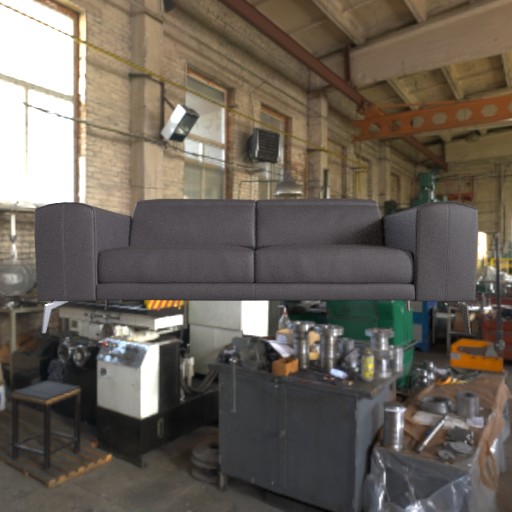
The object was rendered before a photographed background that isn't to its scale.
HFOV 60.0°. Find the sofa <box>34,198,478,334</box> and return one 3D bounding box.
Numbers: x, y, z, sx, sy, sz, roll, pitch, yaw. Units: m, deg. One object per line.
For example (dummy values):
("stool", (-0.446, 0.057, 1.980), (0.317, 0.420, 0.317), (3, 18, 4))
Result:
("sofa", (0.000, 0.000, 2.798), (2.330, 0.814, 1.048), (0, 0, 1))
